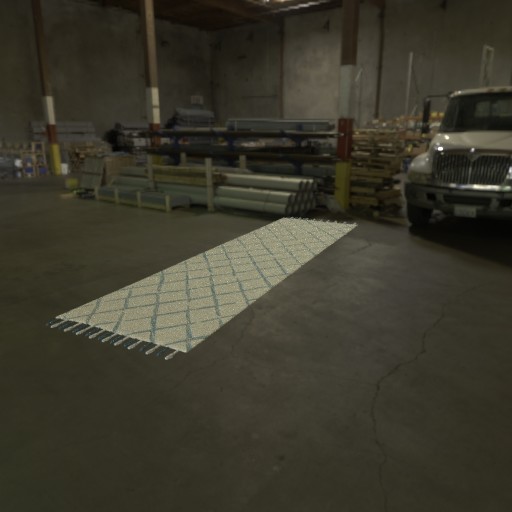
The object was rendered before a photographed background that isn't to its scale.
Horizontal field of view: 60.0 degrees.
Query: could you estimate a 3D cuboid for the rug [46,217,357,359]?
[{"bbox_3d":[0.000,0.000,2.545,0.620,0.008,2.372,8,18,25],"label":"rug"}]
